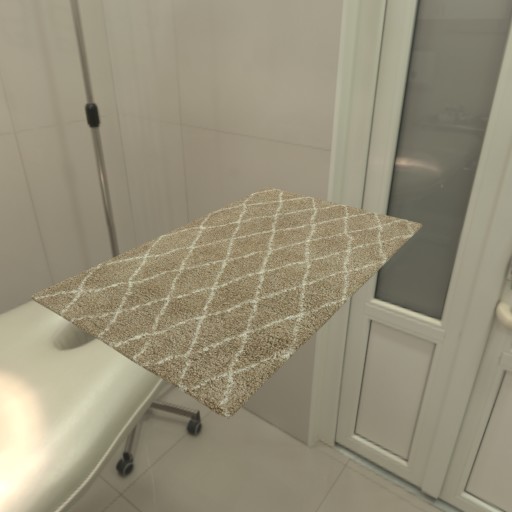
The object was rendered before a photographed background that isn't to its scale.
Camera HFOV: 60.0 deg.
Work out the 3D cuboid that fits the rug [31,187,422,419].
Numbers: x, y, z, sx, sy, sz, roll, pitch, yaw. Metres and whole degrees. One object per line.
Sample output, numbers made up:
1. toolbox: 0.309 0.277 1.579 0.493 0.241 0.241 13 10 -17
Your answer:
1. rug: 0.000 0.000 3.087 1.524 0.030 2.438 19 33 32
